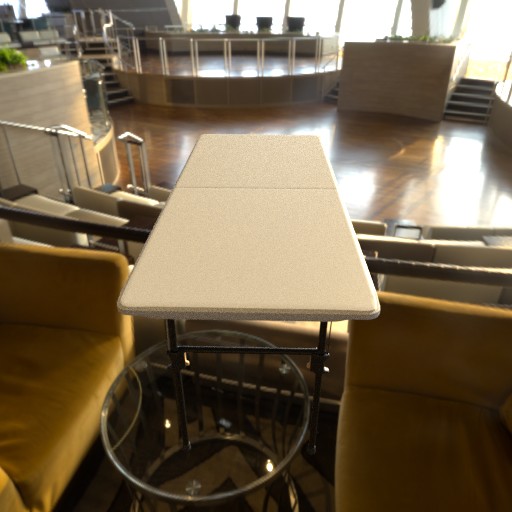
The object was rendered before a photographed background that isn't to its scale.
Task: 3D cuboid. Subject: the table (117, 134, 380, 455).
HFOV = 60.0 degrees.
[{"bbox_3d":[0.000,0.000,2.203,0.761,0.719,1.829,1,31,1],"label":"table"}]
